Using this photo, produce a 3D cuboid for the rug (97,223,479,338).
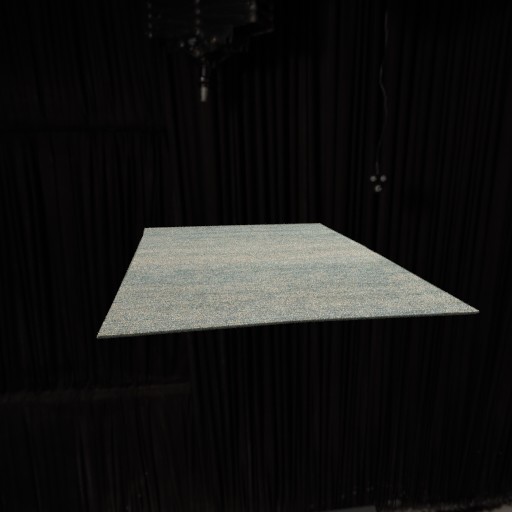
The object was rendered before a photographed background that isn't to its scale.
[{"bbox_3d":[0.000,0.000,5.093,2.802,0.052,4.078,-2,14,-9],"label":"rug"}]
